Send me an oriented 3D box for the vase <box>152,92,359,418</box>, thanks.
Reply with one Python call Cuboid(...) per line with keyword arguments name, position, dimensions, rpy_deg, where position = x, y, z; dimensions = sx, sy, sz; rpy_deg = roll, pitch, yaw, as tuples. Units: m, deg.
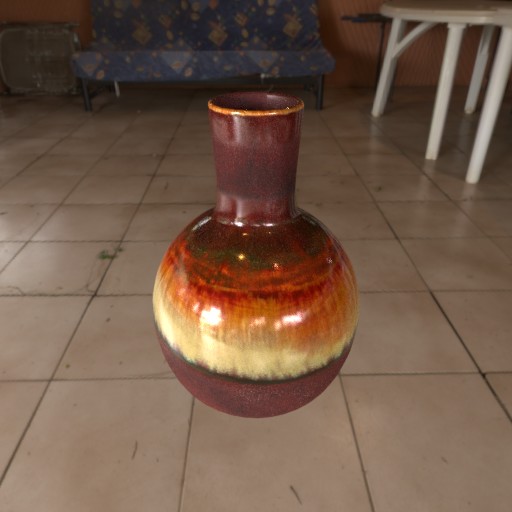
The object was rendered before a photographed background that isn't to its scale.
Cuboid(name="vase", position=(0.000, 0.000, 0.229), dimensions=(0.111, 0.154, 0.111), rpy_deg=(0, 31, 0))
